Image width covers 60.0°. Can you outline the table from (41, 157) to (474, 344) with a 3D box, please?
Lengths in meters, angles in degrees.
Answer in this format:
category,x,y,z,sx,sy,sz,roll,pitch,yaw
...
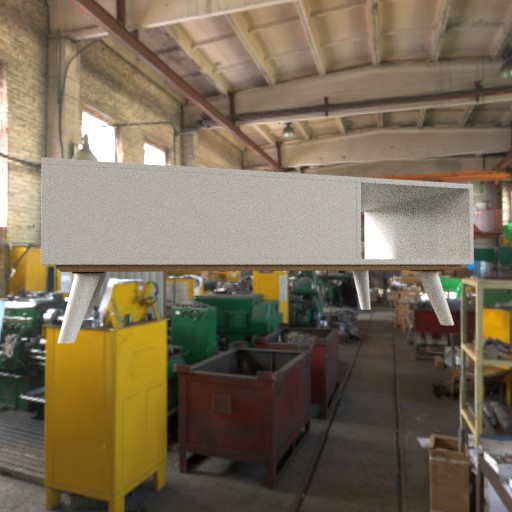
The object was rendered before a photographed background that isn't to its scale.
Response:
category,x,y,z,sx,sy,sz,roll,pitch,yaw
table,0.000,0.000,1.463,1.194,0.432,0.609,0,-1,-17
